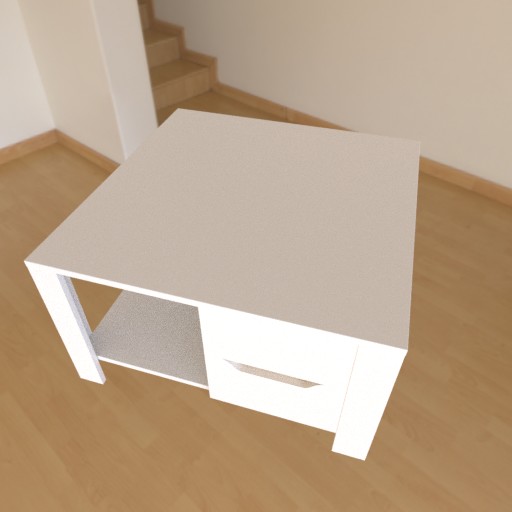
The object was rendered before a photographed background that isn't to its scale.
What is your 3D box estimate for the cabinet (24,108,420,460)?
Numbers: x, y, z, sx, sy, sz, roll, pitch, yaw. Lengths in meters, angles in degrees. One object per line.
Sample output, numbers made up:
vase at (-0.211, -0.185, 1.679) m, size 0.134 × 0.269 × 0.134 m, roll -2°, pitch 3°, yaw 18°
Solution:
cabinet at (0.000, 0.000, 1.302) m, size 0.800 × 0.460 × 0.800 m, roll 12°, pitch 44°, yaw 12°
